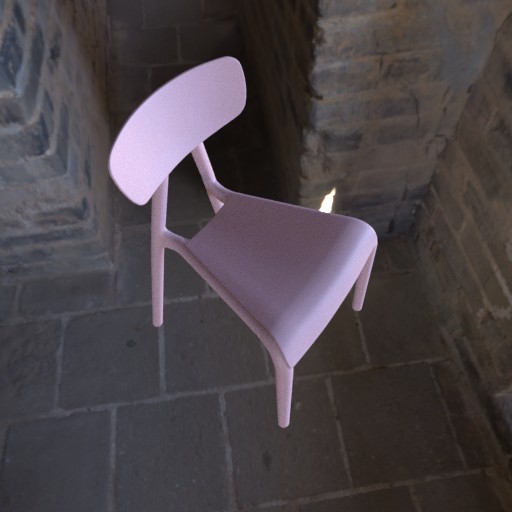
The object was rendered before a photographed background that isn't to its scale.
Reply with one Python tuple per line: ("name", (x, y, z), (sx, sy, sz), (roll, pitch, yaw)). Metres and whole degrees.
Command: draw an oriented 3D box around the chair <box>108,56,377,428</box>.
("chair", (0.000, 0.000, 0.839), (0.401, 0.580, 0.356), (31, 63, 17))
